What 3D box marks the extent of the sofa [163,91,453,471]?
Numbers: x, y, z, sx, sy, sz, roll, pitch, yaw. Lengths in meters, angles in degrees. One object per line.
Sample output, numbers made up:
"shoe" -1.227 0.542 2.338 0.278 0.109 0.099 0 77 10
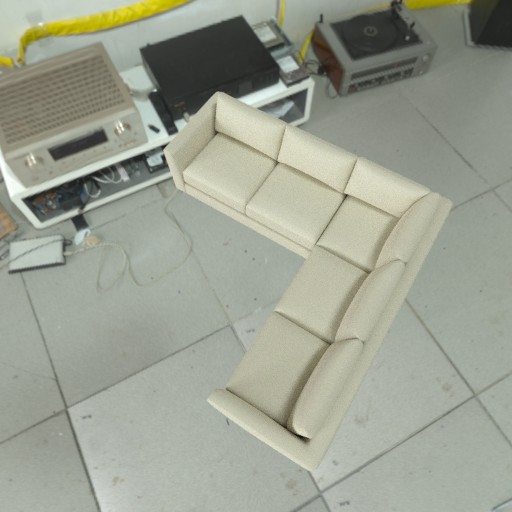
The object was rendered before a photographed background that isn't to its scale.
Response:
"sofa" 0.000 0.000 3.796 2.430 0.867 2.448 29 67 14
